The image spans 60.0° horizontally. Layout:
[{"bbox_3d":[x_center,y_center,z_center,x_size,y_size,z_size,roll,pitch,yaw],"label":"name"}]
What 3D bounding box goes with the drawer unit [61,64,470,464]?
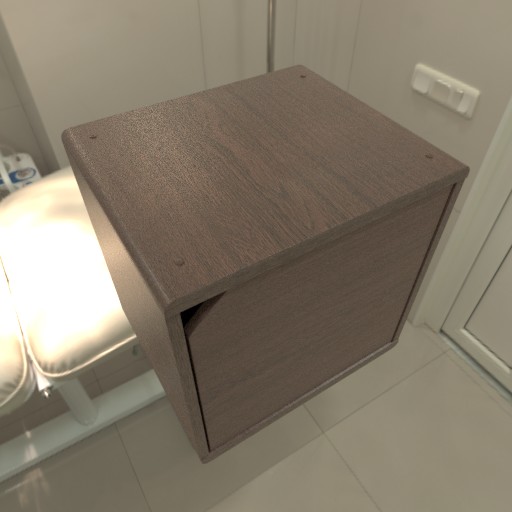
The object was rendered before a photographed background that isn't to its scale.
[{"bbox_3d":[0.000,0.000,0.599,0.344,0.344,0.290,-24,51,-21],"label":"drawer unit"}]
